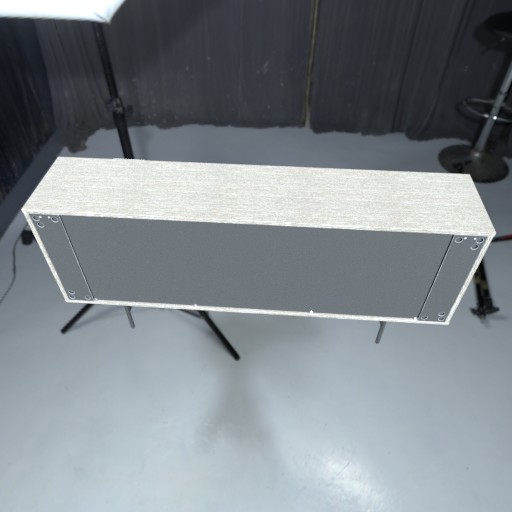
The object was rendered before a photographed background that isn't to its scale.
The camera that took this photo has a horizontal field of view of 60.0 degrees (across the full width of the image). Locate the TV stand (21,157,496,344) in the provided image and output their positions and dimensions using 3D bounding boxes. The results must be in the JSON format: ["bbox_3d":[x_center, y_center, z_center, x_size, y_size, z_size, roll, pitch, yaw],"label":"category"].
[{"bbox_3d":[0.000,0.000,2.100,1.804,0.787,0.405,3,45,3],"label":"TV stand"}]
